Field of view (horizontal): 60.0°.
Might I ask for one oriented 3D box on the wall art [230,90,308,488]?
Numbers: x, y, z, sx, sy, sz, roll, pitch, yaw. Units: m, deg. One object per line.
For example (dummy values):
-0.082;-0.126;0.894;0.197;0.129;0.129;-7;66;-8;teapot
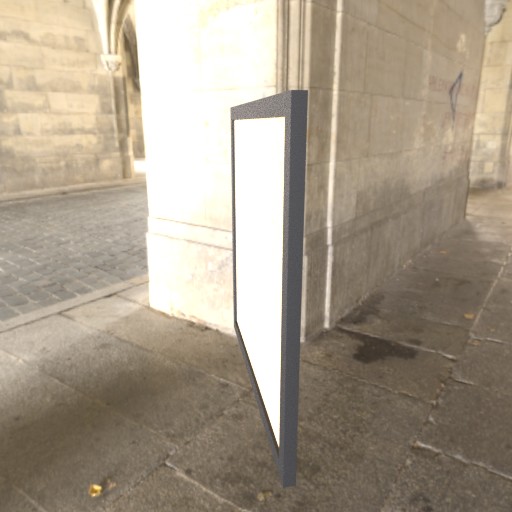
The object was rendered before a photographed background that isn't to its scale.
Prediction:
0.000;0.000;0.540;0.013;0.356;0.356;-3;17;-10;wall art
